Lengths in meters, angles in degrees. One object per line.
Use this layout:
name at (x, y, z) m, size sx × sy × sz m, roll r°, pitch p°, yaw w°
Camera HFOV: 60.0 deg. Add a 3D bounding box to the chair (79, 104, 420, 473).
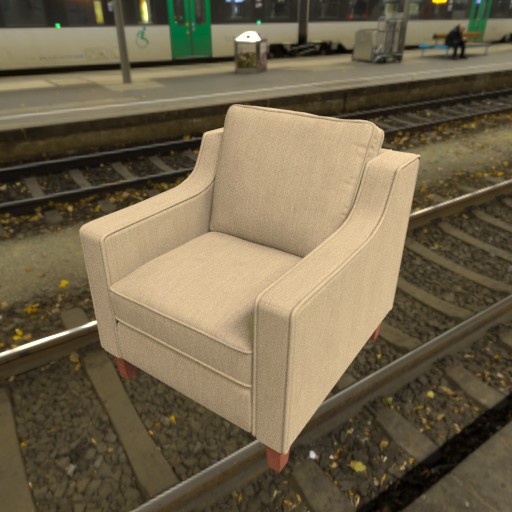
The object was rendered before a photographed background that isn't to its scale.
chair at (0.000, 0.000, 1.647) m, size 0.831 × 0.960 × 0.909 m, roll 19°, pitch 34°, yaw 30°
